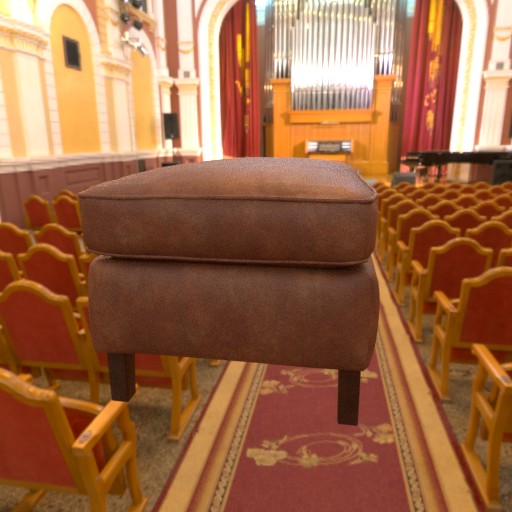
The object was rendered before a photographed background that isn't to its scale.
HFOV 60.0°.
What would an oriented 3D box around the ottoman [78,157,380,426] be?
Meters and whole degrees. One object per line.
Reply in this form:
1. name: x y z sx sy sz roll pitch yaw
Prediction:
1. ottoman: 0.000 0.000 0.996 0.501 0.418 0.665 3 15 9
